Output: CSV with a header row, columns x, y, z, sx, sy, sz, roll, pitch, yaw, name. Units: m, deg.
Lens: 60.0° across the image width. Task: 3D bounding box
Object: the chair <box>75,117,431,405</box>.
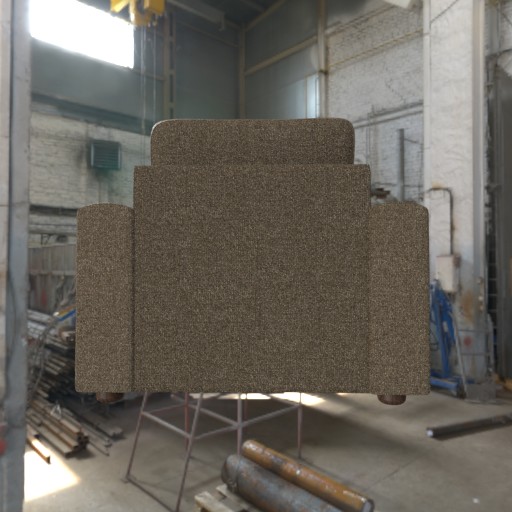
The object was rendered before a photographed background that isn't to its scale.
x,y,z,sx,sy,sz,roll,pitch,yaw,name
0.000,0.000,1.749,1.005,0.873,1.016,0,-1,2,chair
